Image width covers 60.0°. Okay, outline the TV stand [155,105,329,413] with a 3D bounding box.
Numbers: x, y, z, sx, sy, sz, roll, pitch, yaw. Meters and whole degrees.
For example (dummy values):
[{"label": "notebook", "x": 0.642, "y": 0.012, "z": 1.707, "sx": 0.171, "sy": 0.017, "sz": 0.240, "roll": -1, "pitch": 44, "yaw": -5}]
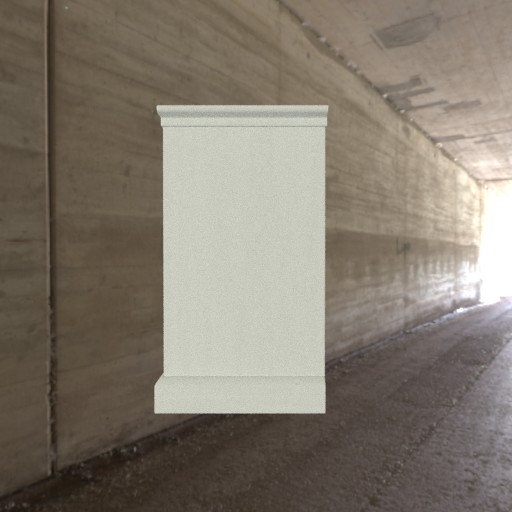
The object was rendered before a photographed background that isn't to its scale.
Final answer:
[{"label": "TV stand", "x": 0.000, "y": 0.000, "z": 1.486, "sx": 0.424, "sy": 0.624, "sz": 1.187, "roll": 0, "pitch": 1, "yaw": 0}]
